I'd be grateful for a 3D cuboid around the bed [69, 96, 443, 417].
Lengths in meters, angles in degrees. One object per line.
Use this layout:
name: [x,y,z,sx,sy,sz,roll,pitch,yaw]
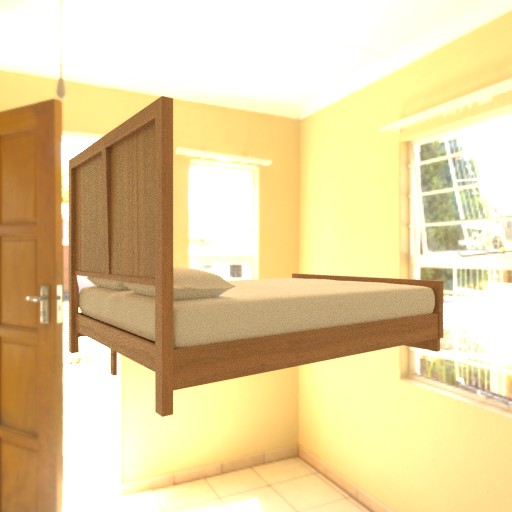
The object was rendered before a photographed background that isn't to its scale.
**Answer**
bed: [0.000,0.000,3.206,2.184,1.387,1.606,0,0,-36]
